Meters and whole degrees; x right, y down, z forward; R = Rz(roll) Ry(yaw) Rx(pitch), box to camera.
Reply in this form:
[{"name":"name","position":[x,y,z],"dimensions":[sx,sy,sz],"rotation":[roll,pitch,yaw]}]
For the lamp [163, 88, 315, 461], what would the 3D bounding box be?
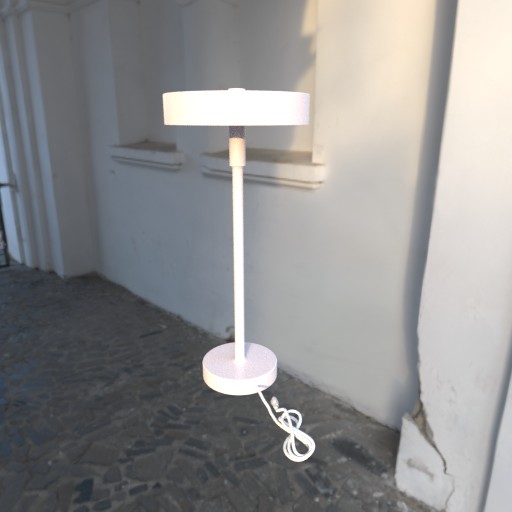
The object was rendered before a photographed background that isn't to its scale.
[{"name":"lamp","position":[0.000,0.000,0.708],"dimensions":[0.229,0.508,0.369],"rotation":[-8,19,-24]}]
